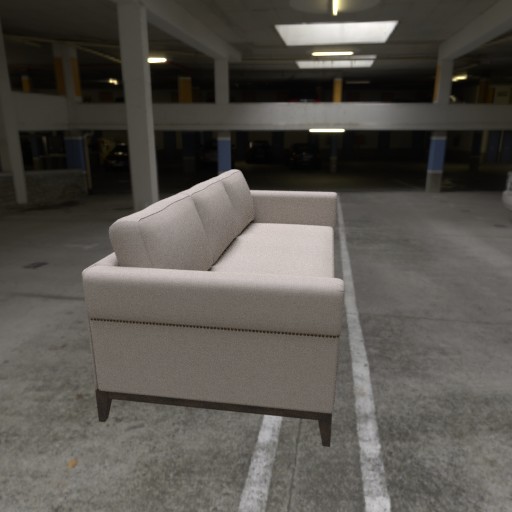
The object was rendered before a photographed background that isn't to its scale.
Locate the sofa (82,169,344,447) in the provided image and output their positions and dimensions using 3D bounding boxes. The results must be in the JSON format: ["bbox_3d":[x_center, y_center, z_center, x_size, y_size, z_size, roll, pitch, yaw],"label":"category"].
[{"bbox_3d":[0.000,0.000,2.653,0.959,0.838,2.210,3,17,9],"label":"sofa"}]
